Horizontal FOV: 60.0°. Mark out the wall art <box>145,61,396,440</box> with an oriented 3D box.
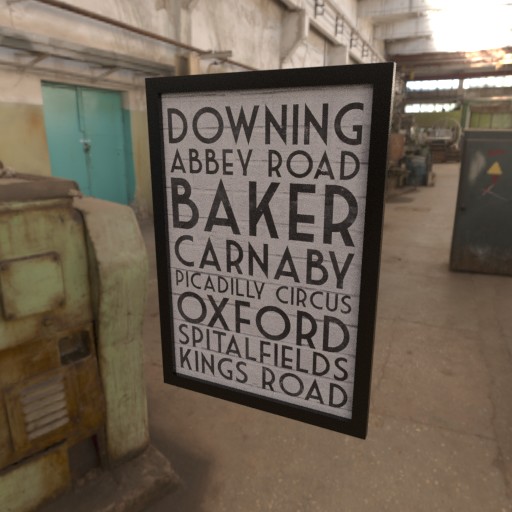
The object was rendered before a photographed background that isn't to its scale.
[{"bbox_3d":[0.000,0.000,0.847,0.462,0.656,0.019,7,17,24],"label":"wall art"}]
